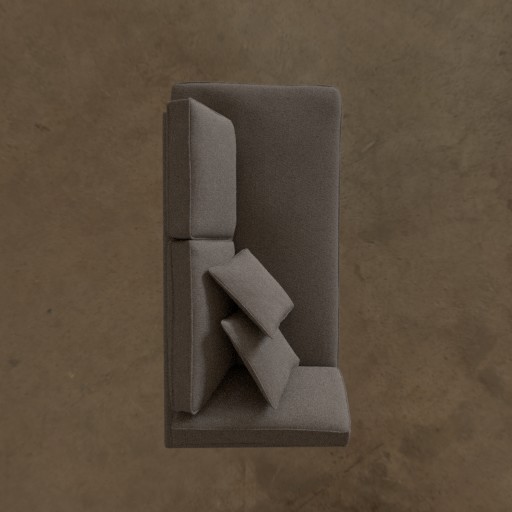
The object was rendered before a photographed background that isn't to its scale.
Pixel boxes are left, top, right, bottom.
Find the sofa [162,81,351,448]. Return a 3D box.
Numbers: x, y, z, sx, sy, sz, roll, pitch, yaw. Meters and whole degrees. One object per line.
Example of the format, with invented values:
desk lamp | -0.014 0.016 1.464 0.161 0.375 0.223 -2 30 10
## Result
sofa | 0.000 0.000 2.862 1.110 1.033 2.237 0 91 -1
